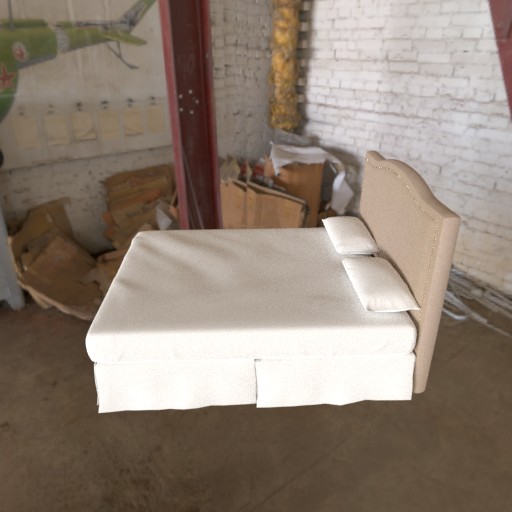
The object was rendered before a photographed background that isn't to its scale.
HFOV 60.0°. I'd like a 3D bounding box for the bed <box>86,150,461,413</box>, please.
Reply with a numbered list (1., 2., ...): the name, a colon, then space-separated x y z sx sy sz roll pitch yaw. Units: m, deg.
1. bed: 0.000 0.000 3.516 2.282 1.436 1.821 -1 26 -2
